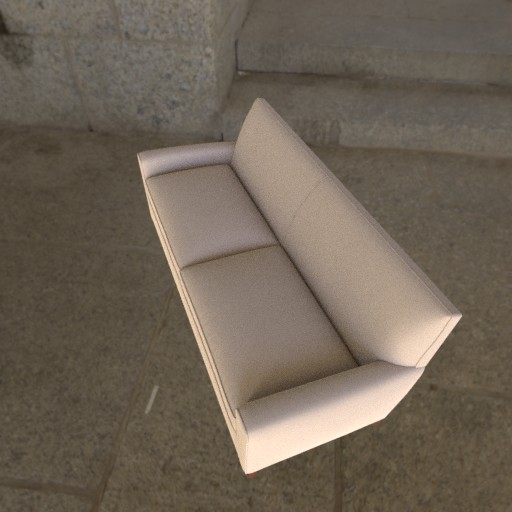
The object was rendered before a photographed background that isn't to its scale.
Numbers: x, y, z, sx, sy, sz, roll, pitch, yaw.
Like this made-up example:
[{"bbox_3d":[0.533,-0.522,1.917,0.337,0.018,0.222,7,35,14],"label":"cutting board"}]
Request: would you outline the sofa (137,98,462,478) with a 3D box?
[{"bbox_3d":[0.000,0.000,2.418,0.875,0.846,2.000,-16,47,-15],"label":"sofa"}]
